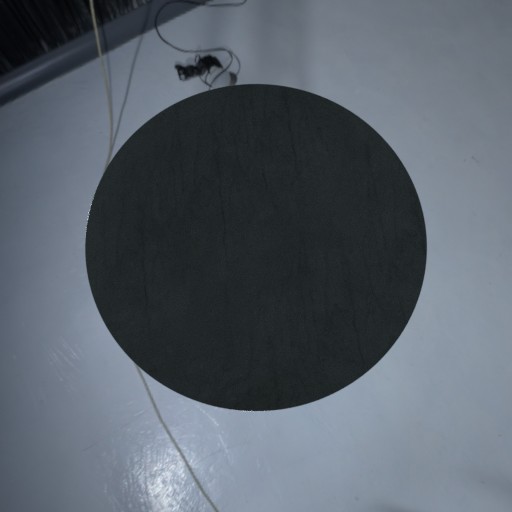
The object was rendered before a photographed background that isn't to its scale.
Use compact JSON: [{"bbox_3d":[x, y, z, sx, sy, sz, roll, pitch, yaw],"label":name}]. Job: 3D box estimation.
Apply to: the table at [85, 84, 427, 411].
[{"bbox_3d":[0.000,0.000,1.259,0.800,0.450,0.800,0,75,0],"label":"table"}]
